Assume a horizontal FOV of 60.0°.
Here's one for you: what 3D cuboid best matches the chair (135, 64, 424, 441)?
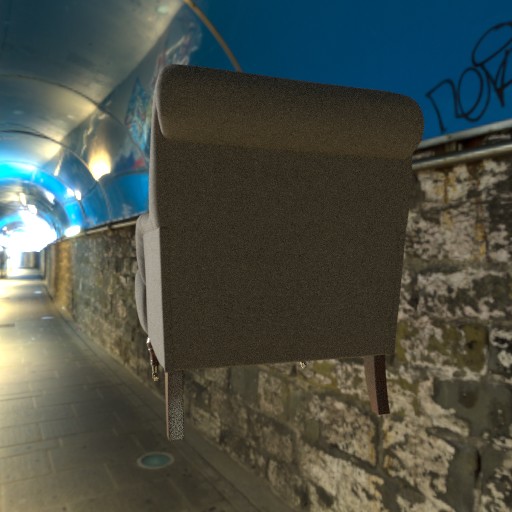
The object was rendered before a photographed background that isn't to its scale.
[{"bbox_3d":[0.000,0.000,1.502,0.766,0.942,0.843,0,0,-18],"label":"chair"}]
